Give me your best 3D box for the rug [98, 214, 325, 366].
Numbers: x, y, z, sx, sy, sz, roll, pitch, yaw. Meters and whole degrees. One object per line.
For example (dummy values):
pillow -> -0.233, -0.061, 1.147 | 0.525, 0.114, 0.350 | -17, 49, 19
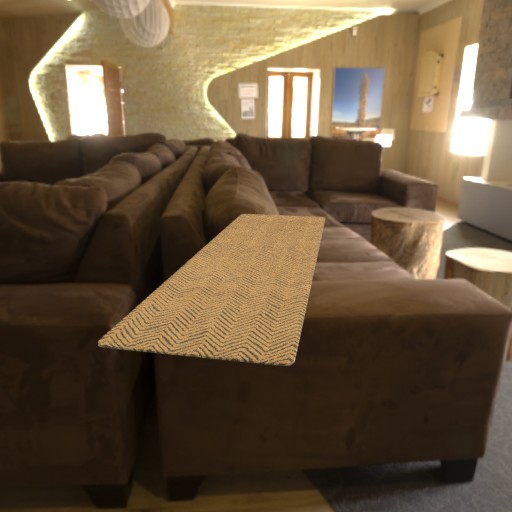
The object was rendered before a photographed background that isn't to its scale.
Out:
rug -> 0.000, 0.000, 2.529 | 0.686, 0.008, 2.286 | 3, 17, 11
